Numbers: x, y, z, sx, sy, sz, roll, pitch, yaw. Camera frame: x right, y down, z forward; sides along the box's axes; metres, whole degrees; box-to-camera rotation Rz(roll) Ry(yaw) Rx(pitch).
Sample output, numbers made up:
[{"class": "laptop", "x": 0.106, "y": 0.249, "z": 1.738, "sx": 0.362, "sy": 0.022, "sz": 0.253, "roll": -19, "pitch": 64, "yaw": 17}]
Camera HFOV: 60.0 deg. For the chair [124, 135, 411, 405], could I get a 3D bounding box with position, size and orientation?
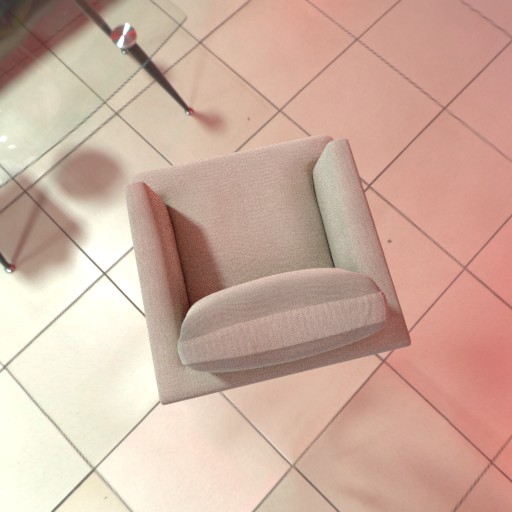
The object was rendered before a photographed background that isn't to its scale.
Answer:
[{"class": "chair", "x": 0.000, "y": 0.000, "z": 1.692, "sx": 0.858, "sy": 0.957, "sz": 0.899, "roll": -13, "pitch": 76, "yaw": -3}]
